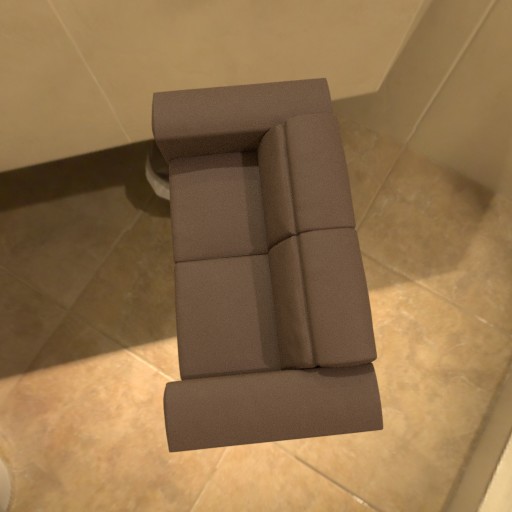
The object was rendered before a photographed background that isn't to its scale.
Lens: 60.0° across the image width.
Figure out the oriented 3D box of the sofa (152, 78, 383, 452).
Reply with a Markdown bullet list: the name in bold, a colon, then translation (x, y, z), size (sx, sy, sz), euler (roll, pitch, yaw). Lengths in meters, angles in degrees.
- **sofa**: translation (0.000, 0.000, 2.460), size (1.003, 0.779, 1.895), euler (-5, 75, -1)
